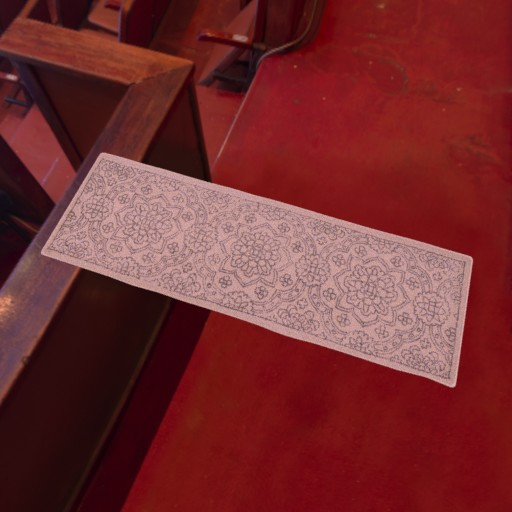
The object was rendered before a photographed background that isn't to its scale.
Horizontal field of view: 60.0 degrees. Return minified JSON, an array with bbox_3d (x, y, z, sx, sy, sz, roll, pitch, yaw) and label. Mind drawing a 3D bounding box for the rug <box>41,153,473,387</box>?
[{"bbox_3d":[0.000,0.000,2.612,2.431,0.006,0.806,17,66,8],"label":"rug"}]
